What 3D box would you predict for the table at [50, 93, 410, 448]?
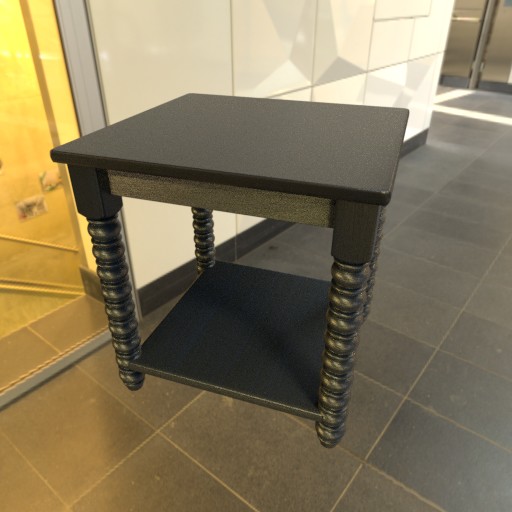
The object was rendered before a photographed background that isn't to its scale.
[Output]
[{"bbox_3d":[0.000,0.000,0.976,0.533,0.567,0.500,10,32,16],"label":"table"}]
